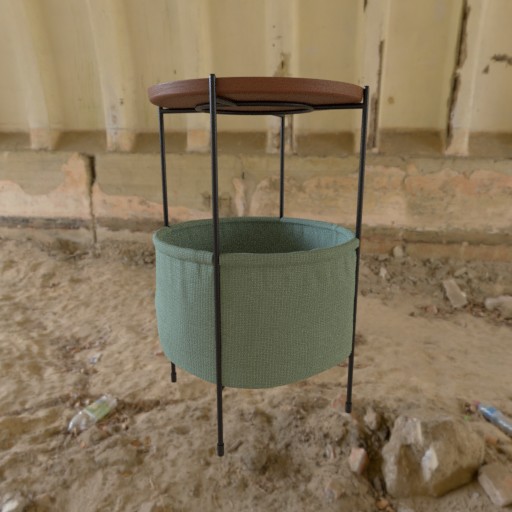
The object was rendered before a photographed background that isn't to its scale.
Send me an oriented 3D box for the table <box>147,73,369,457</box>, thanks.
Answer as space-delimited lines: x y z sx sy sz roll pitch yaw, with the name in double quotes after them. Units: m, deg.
0.000 0.000 0.884 0.400 0.623 0.400 -7 16 -26 "table"
